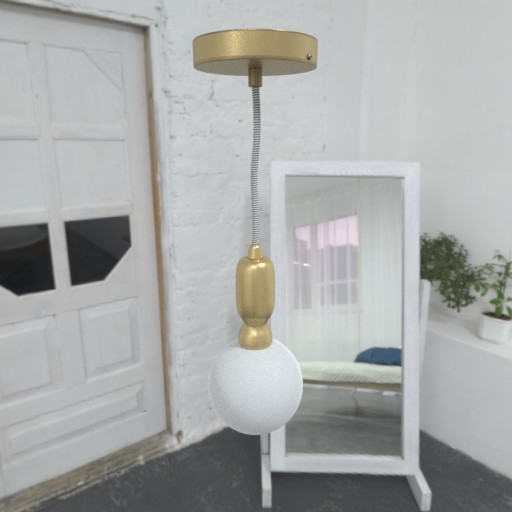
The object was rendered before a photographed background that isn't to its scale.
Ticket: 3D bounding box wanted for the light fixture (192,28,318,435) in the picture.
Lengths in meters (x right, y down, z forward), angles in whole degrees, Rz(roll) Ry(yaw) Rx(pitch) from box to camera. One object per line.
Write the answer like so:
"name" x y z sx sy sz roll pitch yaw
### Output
"light fixture" 0.000 0.000 0.579 0.147 0.510 0.146 8 18 28
